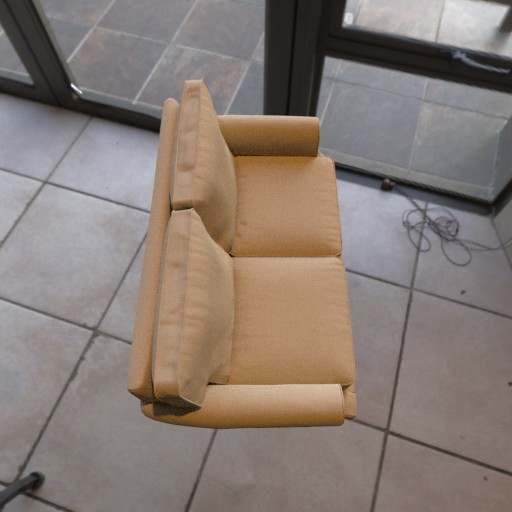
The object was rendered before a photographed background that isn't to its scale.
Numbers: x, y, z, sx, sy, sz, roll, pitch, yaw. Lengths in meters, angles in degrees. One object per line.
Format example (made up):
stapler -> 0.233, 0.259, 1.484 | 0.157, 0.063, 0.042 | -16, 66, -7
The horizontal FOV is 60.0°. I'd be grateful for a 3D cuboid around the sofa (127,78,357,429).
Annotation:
sofa -> 0.000, 0.000, 2.249 | 0.964, 0.937, 1.665 | 0, 63, 0
